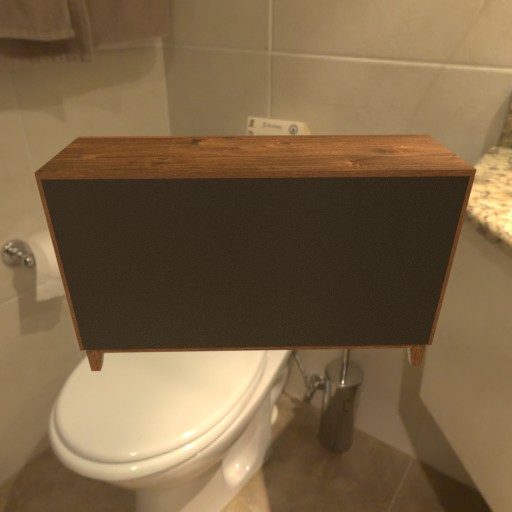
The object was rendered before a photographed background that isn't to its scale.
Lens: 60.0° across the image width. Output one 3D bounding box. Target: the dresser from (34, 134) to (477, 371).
[{"bbox_3d":[0.000,0.000,1.810,1.400,0.873,0.446,-1,30,-1],"label":"dresser"}]
